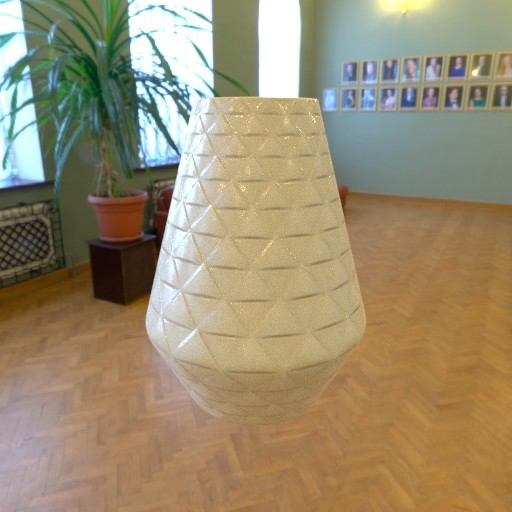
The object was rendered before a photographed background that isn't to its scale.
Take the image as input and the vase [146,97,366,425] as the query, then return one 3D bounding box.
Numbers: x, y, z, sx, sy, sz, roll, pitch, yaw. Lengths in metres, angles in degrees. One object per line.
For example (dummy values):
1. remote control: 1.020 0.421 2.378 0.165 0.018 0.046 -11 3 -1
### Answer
1. vase: 0.000 0.000 0.346 0.175 0.230 0.175 0 17 0
